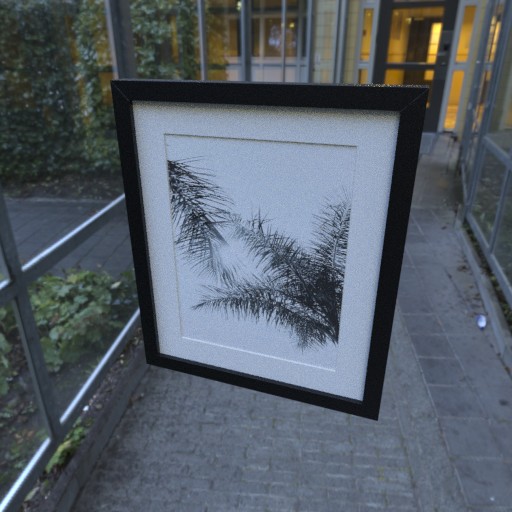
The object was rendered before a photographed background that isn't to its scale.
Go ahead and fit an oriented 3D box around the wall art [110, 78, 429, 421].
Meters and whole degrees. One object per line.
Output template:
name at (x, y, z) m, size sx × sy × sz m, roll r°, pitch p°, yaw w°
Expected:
wall art at (0.000, 0.000, 0.521) m, size 0.325 × 0.380 × 0.028 m, roll 9°, pitch 26°, yaw 18°
